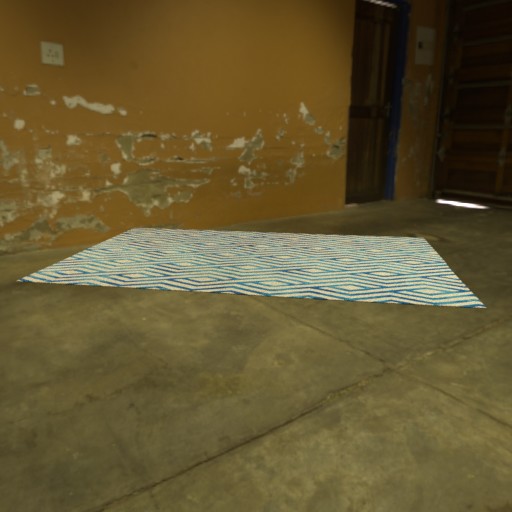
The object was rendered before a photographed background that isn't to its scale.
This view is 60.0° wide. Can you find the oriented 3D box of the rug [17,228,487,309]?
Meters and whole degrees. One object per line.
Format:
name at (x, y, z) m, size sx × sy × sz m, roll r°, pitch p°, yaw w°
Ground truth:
rug at (0.000, 0.000, 2.986) m, size 2.439 × 0.008 × 1.531 m, roll 2°, pitch 15°, yaw 9°
